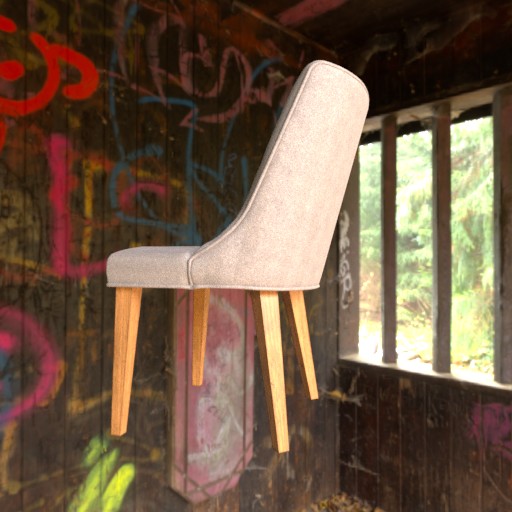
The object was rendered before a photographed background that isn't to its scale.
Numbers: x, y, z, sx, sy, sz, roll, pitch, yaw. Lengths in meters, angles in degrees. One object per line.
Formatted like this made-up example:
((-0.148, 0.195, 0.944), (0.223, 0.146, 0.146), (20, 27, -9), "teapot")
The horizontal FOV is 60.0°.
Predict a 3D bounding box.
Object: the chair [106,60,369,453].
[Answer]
((0.000, 0.000, 1.283), (0.636, 0.916, 0.548), (0, -1, 17), "chair")
